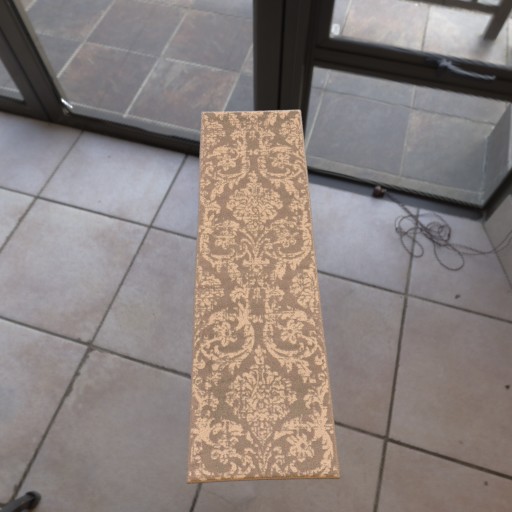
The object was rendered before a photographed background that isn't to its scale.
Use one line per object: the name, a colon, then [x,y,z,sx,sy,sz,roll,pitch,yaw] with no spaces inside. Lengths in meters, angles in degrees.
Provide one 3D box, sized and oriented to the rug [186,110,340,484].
rug: [0.000,0.000,2.423,0.662,0.011,2.196,-1,62,-1]
